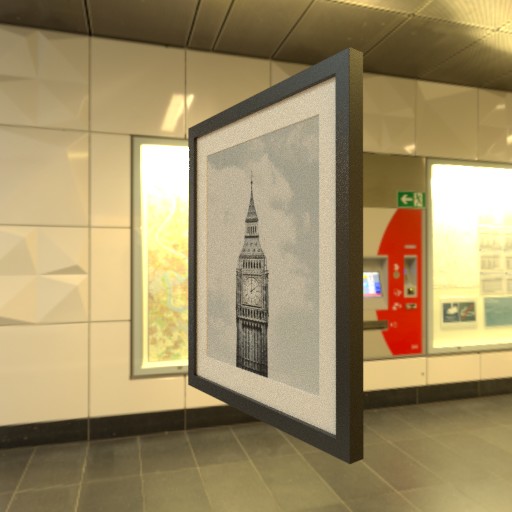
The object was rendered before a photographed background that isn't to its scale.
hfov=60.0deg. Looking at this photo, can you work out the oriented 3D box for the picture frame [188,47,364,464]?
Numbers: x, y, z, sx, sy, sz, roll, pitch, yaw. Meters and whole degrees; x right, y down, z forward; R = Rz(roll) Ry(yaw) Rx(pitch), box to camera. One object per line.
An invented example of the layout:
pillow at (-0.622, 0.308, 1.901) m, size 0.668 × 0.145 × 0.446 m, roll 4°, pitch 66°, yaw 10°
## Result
picture frame at (0.000, 0.000, 0.785) m, size 0.028 × 0.556 × 0.460 m, roll 0°, pitch 0°, yaw -36°
